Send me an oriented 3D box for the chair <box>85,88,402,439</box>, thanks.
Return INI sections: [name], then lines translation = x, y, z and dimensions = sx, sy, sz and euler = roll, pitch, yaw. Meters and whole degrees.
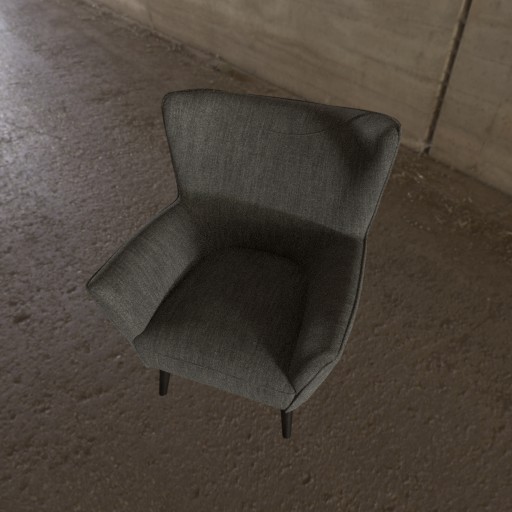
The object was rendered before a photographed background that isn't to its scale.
[chair]
translation = 0.000, 0.000, 1.565
dimensions = 0.781, 0.933, 0.888
euler = 13, 43, 15
